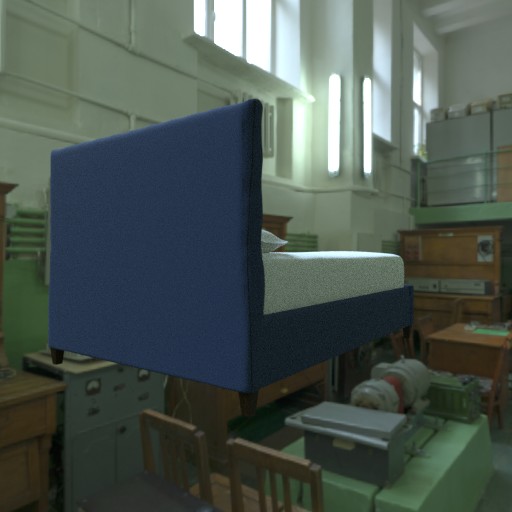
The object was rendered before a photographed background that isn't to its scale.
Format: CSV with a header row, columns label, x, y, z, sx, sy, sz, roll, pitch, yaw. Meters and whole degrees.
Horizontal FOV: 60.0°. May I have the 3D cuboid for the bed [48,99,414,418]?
label,x,y,z,sx,sy,sz,roll,pitch,yaw
bed,0.000,0.000,3.394,1.706,1.427,2.387,0,0,36
